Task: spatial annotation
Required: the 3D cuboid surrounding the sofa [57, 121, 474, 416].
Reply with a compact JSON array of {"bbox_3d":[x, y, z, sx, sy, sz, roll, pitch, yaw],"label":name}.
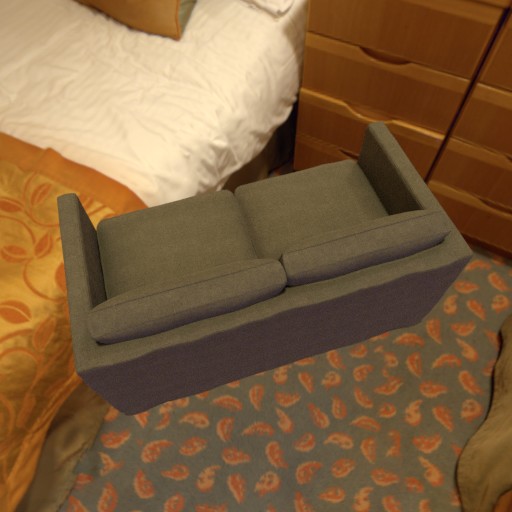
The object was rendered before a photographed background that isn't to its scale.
[{"bbox_3d":[0.000,0.000,2.333,1.802,0.854,0.974,-15,59,-9],"label":"sofa"}]
